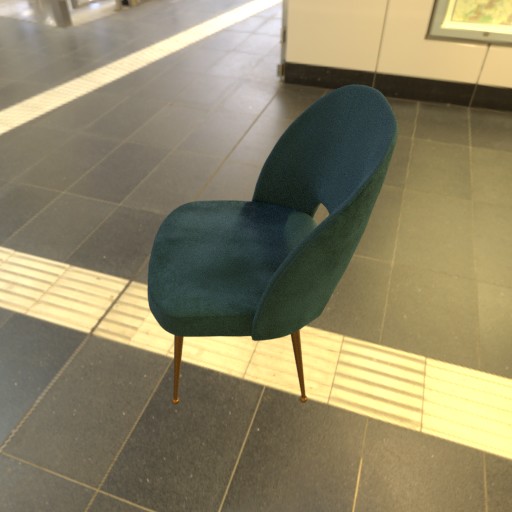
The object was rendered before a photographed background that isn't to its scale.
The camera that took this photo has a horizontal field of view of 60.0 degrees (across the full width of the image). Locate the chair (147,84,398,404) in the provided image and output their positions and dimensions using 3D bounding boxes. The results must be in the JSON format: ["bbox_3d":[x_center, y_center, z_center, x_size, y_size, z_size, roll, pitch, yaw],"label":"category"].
[{"bbox_3d":[0.000,0.000,1.227,0.577,0.860,0.527,-1,42,-1],"label":"chair"}]
